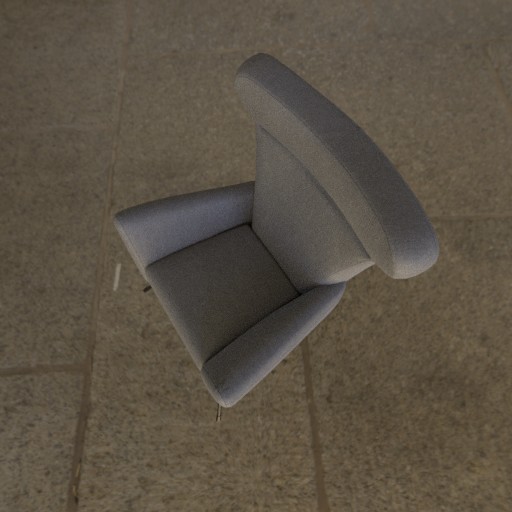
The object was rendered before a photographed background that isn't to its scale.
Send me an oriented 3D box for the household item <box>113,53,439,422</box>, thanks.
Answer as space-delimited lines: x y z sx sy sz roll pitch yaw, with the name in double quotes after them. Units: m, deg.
0.000 0.000 1.777 0.900 1.050 0.980 -29 66 -14 "household item"
